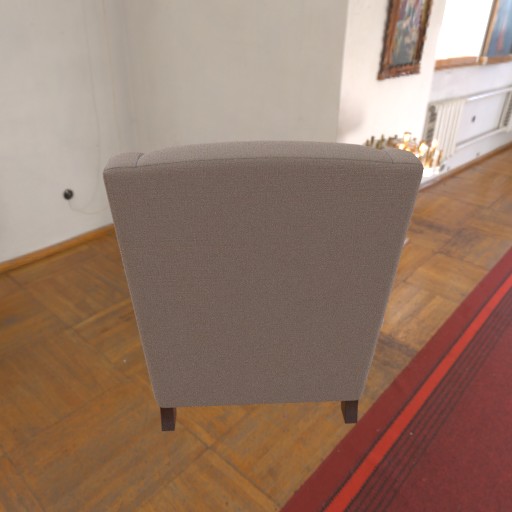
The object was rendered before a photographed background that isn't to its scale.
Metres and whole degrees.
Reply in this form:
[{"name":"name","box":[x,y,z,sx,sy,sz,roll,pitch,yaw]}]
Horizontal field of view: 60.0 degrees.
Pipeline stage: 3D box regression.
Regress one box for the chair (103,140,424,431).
[{"name":"chair","box":[0.000,0.000,1.574,0.715,1.017,0.896,-1,30,-2]}]
